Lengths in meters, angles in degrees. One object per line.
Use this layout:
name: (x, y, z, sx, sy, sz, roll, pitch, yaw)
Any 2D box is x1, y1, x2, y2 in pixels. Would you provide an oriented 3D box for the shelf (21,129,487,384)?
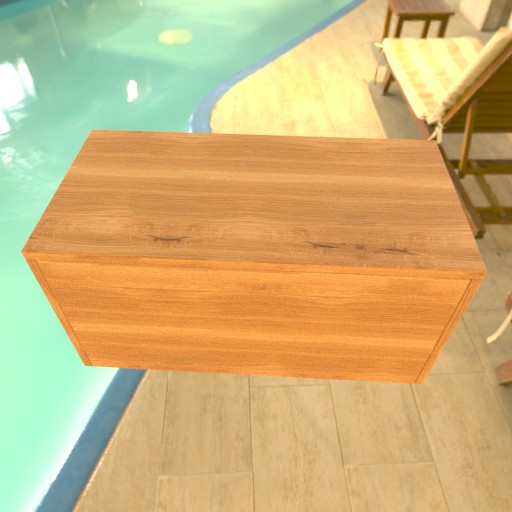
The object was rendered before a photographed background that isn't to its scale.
shelf: (0.000, 0.000, 1.039, 0.800, 0.400, 0.400, 2, 47, 2)
